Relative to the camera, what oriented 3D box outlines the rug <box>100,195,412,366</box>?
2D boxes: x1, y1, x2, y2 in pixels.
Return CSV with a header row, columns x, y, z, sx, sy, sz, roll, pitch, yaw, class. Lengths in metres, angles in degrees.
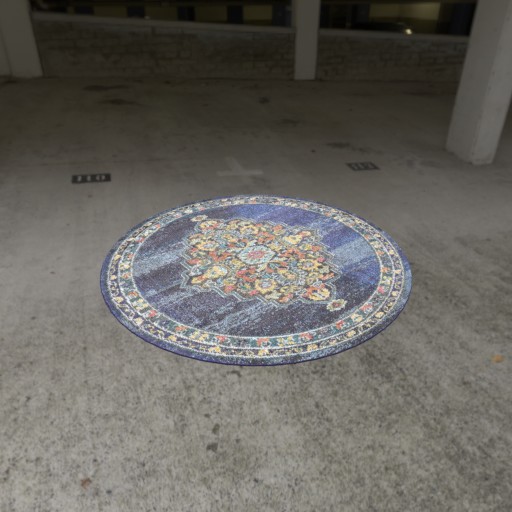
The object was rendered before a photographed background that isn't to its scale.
x,y,z,sx,sy,sz,roll,pitch,yaw,class
0.000,0.000,2.357,1.591,0.010,1.591,0,32,0,rug
